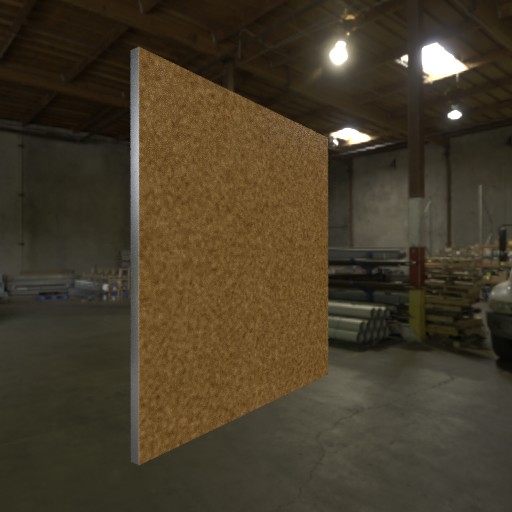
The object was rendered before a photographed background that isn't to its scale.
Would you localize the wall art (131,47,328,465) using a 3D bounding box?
[{"bbox_3d":[0.000,0.000,0.655,0.014,0.445,0.446,0,0,36],"label":"wall art"}]
